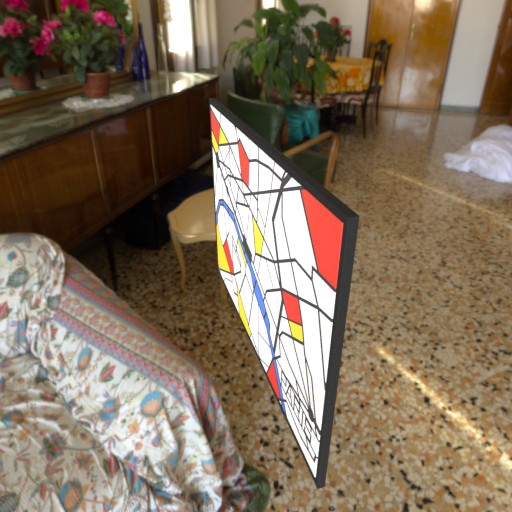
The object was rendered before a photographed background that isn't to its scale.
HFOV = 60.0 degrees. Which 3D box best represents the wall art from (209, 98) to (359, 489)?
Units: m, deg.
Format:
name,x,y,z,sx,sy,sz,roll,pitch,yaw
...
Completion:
name,x,y,z,sx,sy,sz,roll,pitch,yaw
wall art,0.000,0.000,0.842,0.013,0.458,0.664,-9,31,-15
